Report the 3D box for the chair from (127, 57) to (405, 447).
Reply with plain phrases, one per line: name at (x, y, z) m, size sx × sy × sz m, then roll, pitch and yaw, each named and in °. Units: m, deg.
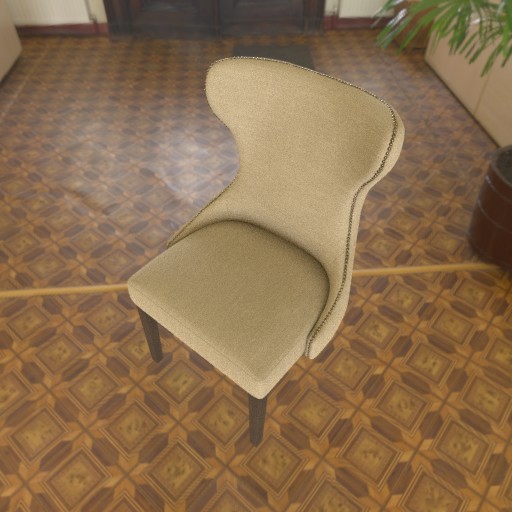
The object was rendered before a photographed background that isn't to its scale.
chair at (0.000, 0.000, 1.378) m, size 0.628 × 0.967 × 0.635 m, roll 31°, pitch 53°, yaw 27°
